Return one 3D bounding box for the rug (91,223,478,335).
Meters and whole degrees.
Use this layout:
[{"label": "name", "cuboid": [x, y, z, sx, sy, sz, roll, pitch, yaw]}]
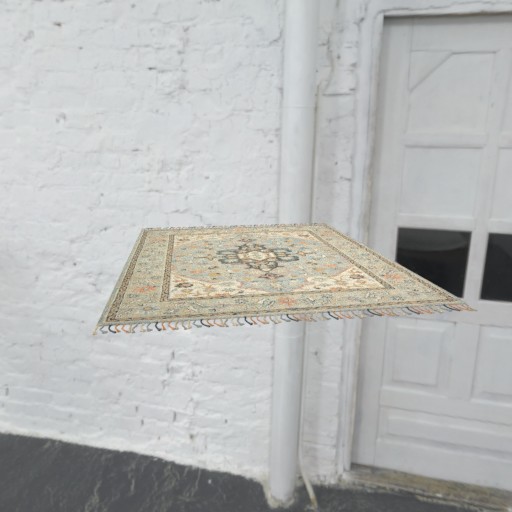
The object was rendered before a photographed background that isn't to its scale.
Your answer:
[{"label": "rug", "cuboid": [0.000, 0.000, 4.178, 2.379, 0.011, 3.221, -2, 15, -9]}]
